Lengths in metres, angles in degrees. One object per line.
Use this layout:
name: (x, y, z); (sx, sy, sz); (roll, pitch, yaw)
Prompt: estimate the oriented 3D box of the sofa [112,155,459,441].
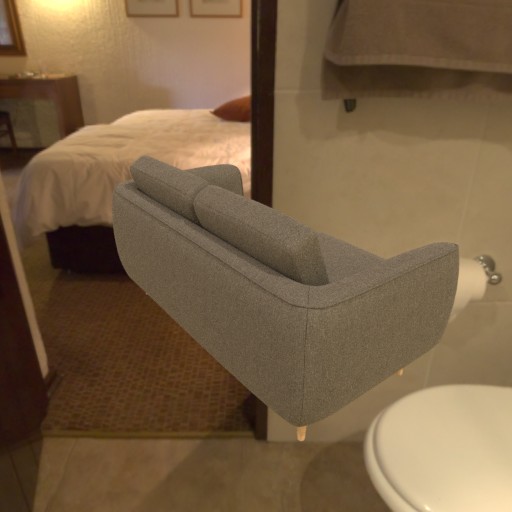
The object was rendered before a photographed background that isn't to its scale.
sofa: (0.000, 0.000, 2.220); (0.920, 0.870, 1.700); (-19, 32, -33)
